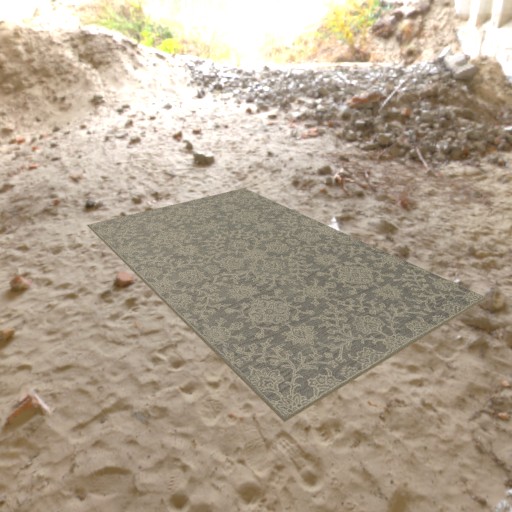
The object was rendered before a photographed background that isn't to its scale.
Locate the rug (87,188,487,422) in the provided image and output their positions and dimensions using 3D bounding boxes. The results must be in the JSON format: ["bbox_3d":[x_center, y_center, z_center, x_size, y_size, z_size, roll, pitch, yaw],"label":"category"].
[{"bbox_3d":[0.000,0.000,3.020,1.515,0.010,2.430,-19,33,-32],"label":"rug"}]
